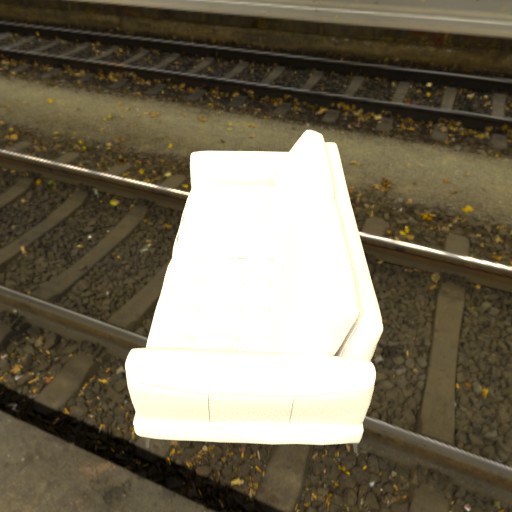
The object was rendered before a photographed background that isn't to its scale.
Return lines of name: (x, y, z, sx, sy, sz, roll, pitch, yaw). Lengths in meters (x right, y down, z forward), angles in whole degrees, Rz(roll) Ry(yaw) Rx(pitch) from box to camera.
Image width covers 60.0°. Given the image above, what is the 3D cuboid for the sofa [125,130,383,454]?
sofa: (0.000, 0.000, 2.735, 1.121, 0.930, 2.177, 1, 39, 1)
